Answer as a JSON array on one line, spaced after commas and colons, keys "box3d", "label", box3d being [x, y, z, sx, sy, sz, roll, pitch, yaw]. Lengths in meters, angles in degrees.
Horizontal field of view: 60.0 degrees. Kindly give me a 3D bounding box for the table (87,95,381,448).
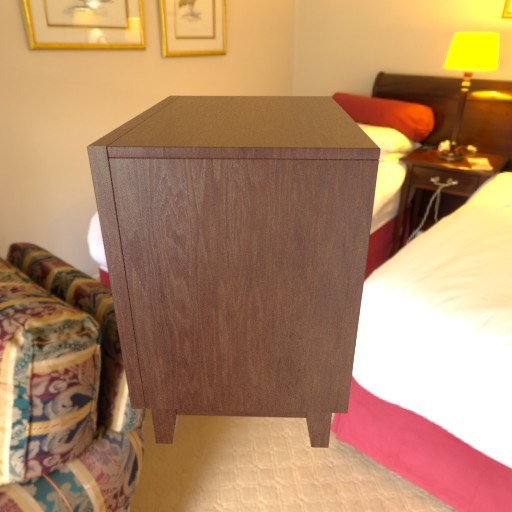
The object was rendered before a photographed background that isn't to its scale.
[{"box3d": [0.000, 0.000, 0.987, 0.449, 0.609, 0.557, 1, 27, 2], "label": "table"}]
